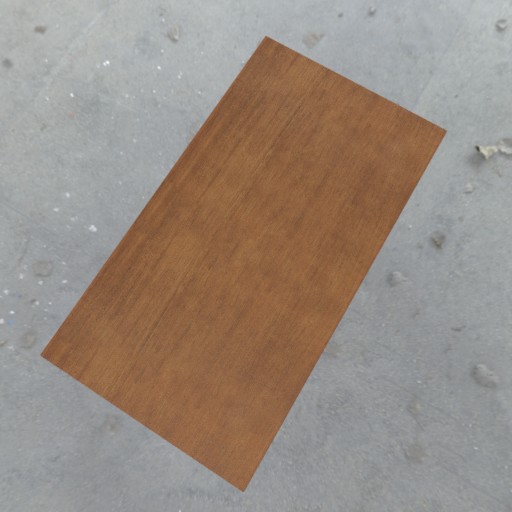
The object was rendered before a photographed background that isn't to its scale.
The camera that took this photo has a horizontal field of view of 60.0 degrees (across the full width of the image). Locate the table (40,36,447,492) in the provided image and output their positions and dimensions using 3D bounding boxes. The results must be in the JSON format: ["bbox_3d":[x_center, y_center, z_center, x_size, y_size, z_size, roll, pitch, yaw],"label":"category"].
[{"bbox_3d":[0.000,0.000,1.282,0.549,0.419,1.000,31,79,7],"label":"table"}]
